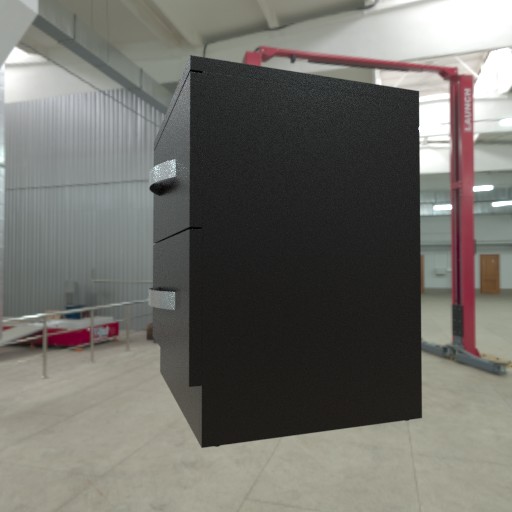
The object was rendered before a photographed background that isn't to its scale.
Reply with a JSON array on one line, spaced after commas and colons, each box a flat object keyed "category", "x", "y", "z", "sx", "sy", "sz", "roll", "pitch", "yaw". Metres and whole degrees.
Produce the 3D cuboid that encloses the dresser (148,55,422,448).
[{"category": "dresser", "x": 0.000, "y": 0.000, "z": 0.764, "sx": 0.360, "sy": 0.470, "sz": 0.400, "roll": 0, "pitch": -1, "yaw": -19}]
